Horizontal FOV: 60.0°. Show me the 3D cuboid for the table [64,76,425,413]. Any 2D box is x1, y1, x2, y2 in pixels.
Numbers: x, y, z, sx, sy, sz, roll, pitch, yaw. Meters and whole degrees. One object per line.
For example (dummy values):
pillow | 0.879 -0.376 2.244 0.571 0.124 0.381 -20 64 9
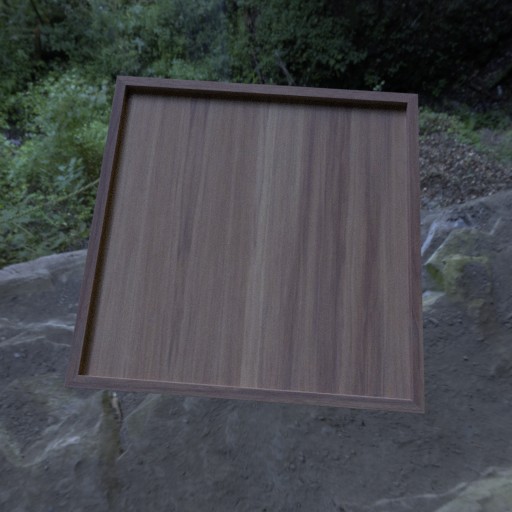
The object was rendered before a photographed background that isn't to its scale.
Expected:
table | 0.000 0.000 1.135 0.676 0.464 0.679 4 76 1
